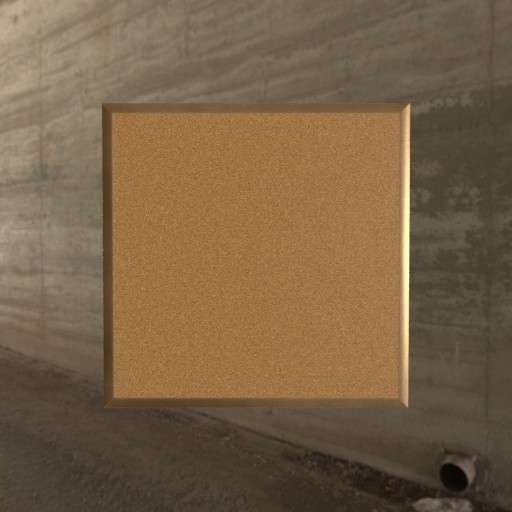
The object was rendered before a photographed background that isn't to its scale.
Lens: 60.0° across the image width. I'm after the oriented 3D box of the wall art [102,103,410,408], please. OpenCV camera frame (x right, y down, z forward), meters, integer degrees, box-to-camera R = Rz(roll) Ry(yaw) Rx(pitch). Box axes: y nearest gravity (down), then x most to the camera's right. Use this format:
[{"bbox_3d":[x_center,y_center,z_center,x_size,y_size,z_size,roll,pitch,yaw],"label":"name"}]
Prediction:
[{"bbox_3d":[0.000,0.000,0.460,0.305,0.303,0.038,0,1,0],"label":"wall art"}]
